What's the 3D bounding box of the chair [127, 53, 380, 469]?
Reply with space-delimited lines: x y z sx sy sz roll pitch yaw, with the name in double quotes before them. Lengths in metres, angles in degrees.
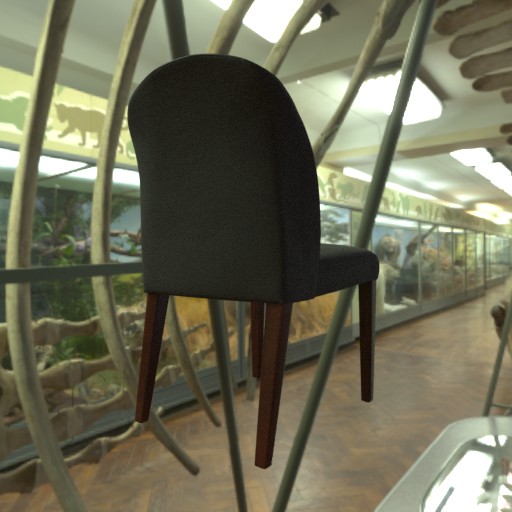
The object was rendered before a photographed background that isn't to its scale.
"chair" 0.000 0.000 1.235 0.506 0.879 0.619 0 0 38
